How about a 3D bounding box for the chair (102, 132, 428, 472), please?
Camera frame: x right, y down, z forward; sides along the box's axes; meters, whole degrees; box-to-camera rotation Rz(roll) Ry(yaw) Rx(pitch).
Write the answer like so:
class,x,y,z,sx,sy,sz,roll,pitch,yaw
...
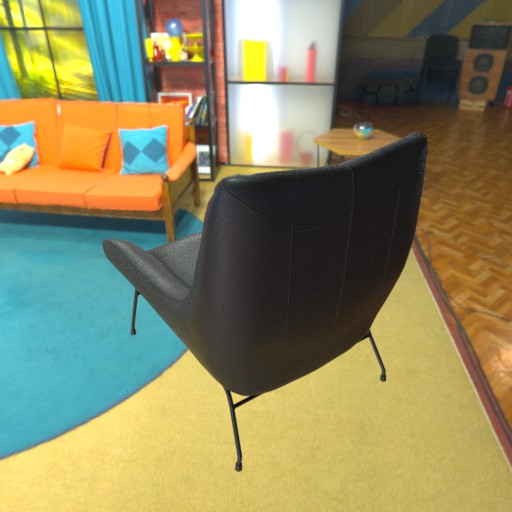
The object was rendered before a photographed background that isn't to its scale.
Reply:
class,x,y,z,sx,sy,sz,roll,pitch,yaw
chair,0.000,0.000,1.537,0.836,0.922,0.826,-19,36,-29
